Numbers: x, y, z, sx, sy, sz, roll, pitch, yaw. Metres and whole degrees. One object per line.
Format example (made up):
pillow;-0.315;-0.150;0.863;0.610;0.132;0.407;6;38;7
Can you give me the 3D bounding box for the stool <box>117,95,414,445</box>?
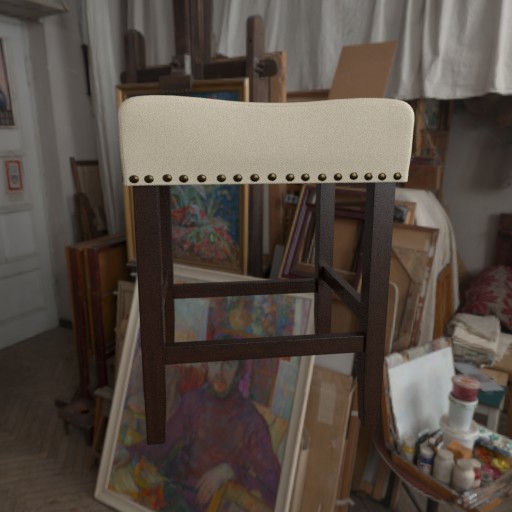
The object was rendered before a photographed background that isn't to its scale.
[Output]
stool;0.000;0.000;0.940;0.471;0.609;0.401;-2;15;-7
